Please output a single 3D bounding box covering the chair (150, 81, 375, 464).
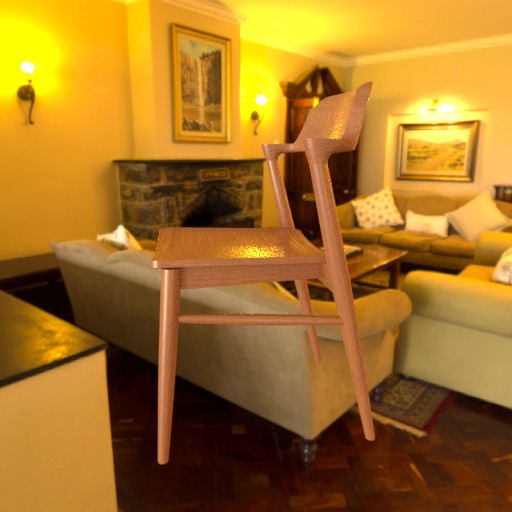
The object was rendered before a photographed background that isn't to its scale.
[{"bbox_3d":[0.000,0.000,1.113,0.499,0.801,0.496,-2,13,-9],"label":"chair"}]
